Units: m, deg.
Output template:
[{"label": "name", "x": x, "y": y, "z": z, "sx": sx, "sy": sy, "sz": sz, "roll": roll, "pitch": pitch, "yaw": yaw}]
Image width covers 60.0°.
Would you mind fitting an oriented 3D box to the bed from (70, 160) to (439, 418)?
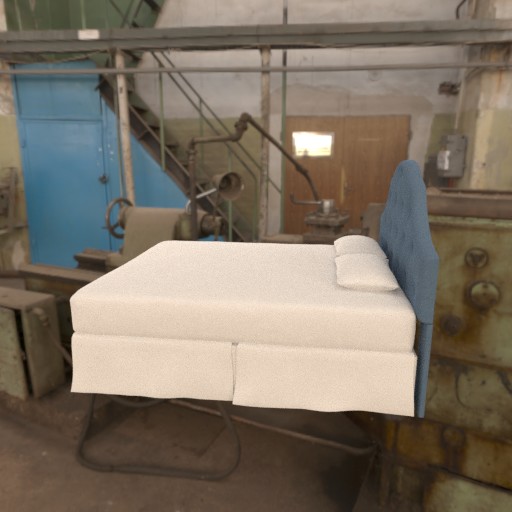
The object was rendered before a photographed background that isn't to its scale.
[{"label": "bed", "x": 0.000, "y": 0.000, "z": 3.792, "sx": 2.477, "sy": 1.617, "sz": 2.039, "roll": 2, "pitch": 14, "yaw": 8}]
